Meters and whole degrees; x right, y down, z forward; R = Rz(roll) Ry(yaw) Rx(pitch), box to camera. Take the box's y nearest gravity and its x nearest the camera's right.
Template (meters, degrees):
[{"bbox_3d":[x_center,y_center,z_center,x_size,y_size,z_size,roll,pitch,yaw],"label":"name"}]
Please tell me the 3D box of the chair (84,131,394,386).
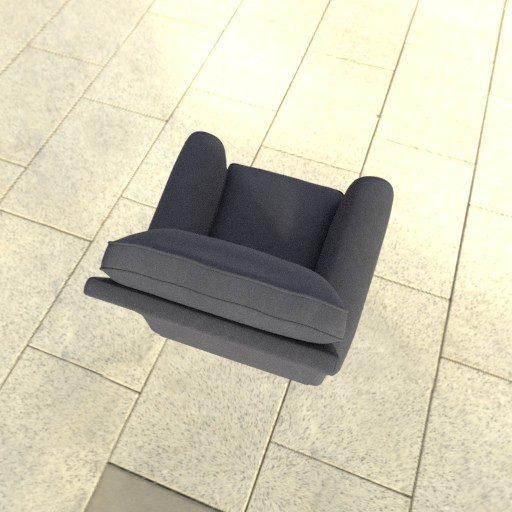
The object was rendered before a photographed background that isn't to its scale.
[{"bbox_3d":[0.000,0.000,1.681,0.890,0.961,0.878,17,64,8],"label":"chair"}]
